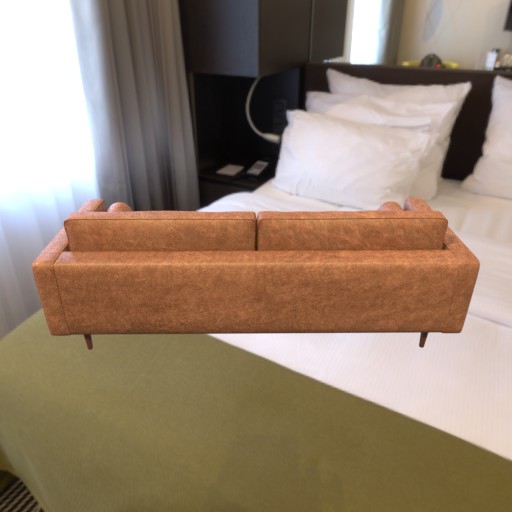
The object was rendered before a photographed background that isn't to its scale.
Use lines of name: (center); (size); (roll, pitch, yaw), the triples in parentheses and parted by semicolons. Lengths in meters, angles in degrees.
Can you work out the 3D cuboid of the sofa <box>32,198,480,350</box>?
sofa: (0.000, 0.000, 2.634); (2.210, 0.762, 0.914); (0, 29, 0)
